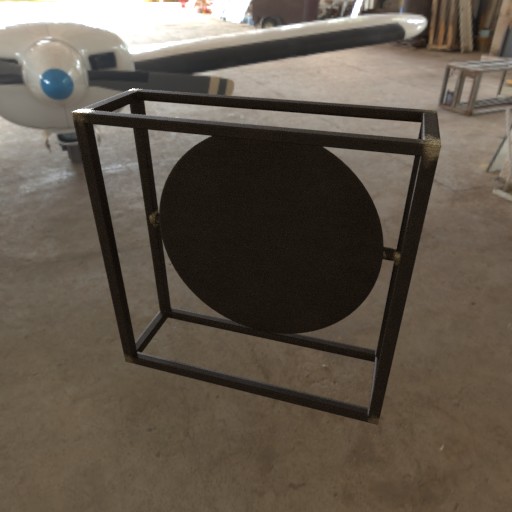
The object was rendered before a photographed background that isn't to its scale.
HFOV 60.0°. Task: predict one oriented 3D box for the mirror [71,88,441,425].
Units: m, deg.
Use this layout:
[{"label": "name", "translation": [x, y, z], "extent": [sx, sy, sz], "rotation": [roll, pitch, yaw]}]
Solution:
[{"label": "mirror", "translation": [0.000, 0.000, 0.473], "extent": [0.306, 0.303, 0.107], "rotation": [10, 33, 15]}]
